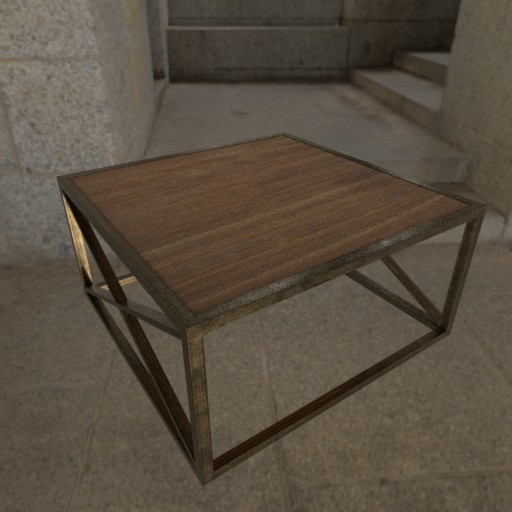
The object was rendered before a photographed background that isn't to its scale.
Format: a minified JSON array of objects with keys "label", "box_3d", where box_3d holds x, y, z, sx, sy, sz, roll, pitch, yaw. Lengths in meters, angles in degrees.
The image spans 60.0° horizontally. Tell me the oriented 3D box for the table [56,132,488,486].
[{"label":"table","box_3d":[0.000,0.000,1.413,0.909,0.451,0.899,-19,36,-29]}]
